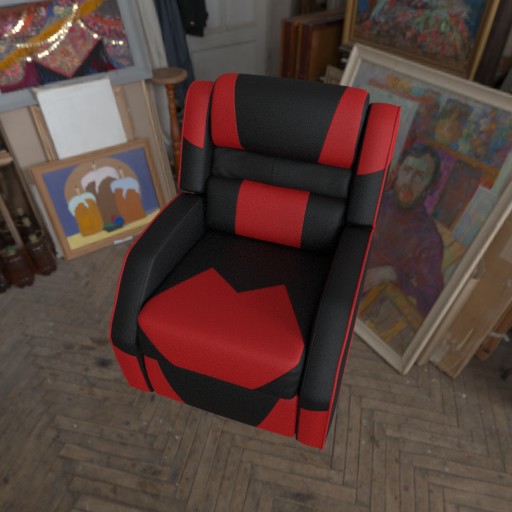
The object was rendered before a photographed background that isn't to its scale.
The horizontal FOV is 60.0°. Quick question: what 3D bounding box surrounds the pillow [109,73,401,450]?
[{"bbox_3d":[0.000,0.000,1.274,0.620,0.805,0.672,13,42,15],"label":"pillow"}]
